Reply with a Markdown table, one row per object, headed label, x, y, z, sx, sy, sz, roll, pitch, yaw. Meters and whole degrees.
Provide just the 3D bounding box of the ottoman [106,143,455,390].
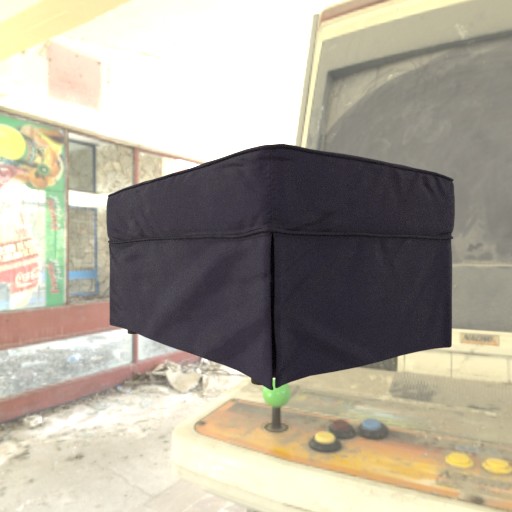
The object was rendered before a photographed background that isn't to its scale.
| label | x | y | z | sx | sy | sz | roll | pitch | yaw |
| --- | --- | --- | --- | --- | --- | --- | --- | --- | --- |
| ottoman | 0.000 | 0.000 | 1.320 | 0.637 | 0.503 | 0.938 | 0 | 0 | -36 |
